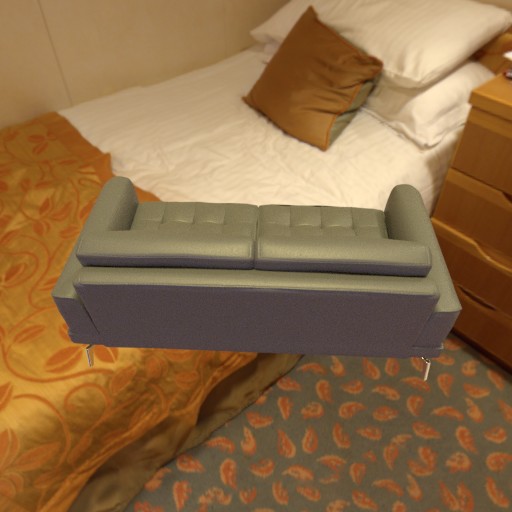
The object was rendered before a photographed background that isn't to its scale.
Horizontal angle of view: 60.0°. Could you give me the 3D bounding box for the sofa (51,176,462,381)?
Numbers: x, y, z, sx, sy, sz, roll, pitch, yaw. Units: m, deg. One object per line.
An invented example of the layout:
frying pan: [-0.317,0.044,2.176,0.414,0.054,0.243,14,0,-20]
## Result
sofa: [0.000,0.000,2.746,2.177,0.930,1.121,2,45,2]
